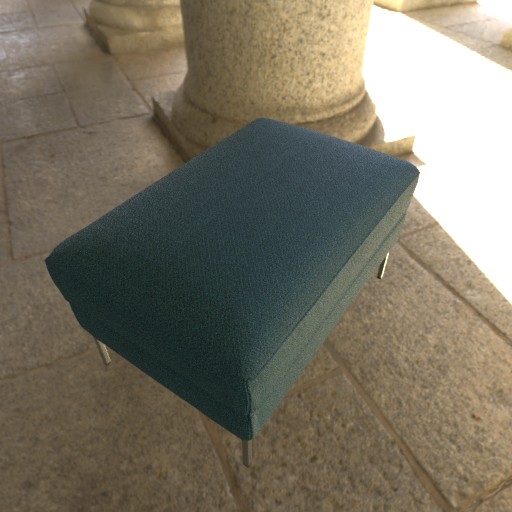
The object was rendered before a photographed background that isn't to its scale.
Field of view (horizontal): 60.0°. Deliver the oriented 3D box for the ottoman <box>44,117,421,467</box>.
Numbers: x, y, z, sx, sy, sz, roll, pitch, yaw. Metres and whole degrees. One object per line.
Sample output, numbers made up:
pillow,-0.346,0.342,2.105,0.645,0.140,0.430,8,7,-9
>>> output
ottoman,0.000,0.000,1.206,0.563,0.498,0.856,25,48,25
